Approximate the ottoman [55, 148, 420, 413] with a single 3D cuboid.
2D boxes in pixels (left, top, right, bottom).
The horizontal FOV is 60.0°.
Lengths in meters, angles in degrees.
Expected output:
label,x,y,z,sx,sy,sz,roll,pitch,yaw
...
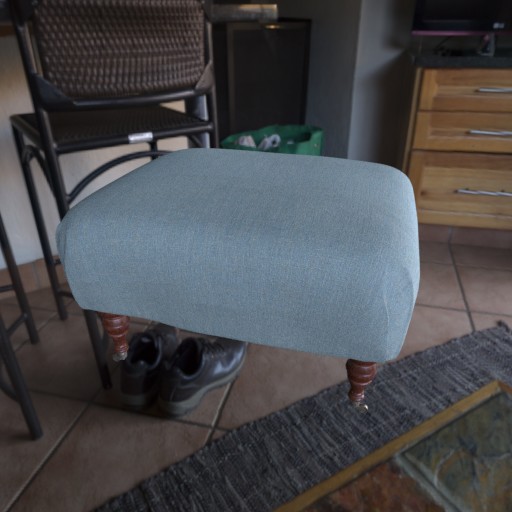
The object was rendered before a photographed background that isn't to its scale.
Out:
label,x,y,z,sx,sy,sz,roll,pitch,yaw
ottoman,0.000,0.000,1.127,0.747,0.450,0.622,8,28,14
